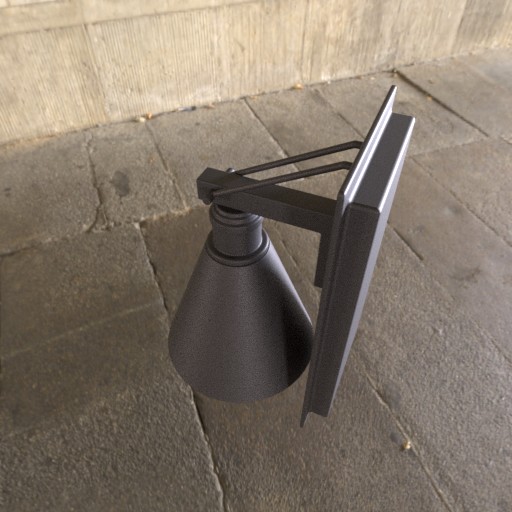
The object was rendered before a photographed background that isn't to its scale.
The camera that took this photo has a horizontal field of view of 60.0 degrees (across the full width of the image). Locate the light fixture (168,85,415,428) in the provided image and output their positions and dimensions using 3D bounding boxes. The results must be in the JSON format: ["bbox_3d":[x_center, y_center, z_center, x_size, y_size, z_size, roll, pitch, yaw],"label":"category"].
[{"bbox_3d":[0.000,0.000,0.415,0.207,0.298,0.170,17,48,16],"label":"light fixture"}]
